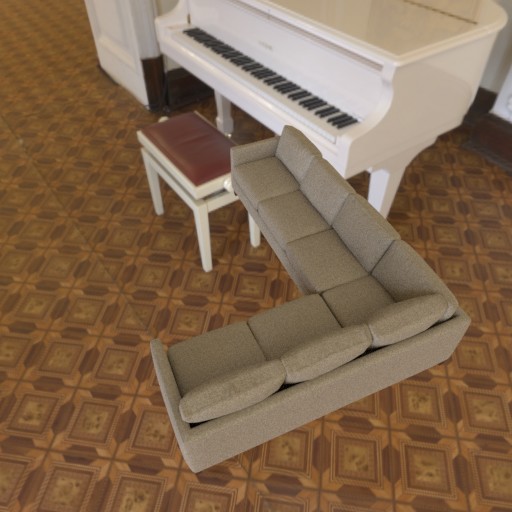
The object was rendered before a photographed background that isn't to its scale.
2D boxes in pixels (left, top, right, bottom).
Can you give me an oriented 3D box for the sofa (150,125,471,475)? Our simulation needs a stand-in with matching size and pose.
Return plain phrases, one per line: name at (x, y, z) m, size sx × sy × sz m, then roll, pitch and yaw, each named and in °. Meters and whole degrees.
sofa at (0.000, 0.000, 4.567) m, size 2.593 × 0.947 × 3.302 m, roll -18°, pitch 49°, yaw -16°
